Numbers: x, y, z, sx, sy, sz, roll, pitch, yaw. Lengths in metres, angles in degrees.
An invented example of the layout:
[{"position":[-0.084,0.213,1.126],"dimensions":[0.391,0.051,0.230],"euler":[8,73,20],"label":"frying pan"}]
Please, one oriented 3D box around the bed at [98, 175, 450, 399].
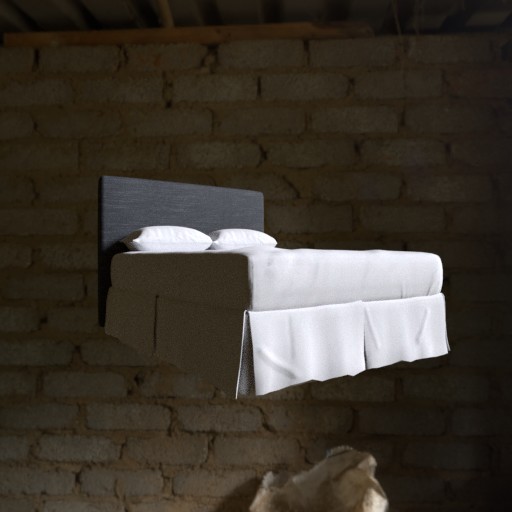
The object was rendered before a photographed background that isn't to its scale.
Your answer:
[{"position":[0.000,0.000,3.295],"dimensions":[1.723,1.330,2.142],"euler":[0,0,-36],"label":"bed"}]
